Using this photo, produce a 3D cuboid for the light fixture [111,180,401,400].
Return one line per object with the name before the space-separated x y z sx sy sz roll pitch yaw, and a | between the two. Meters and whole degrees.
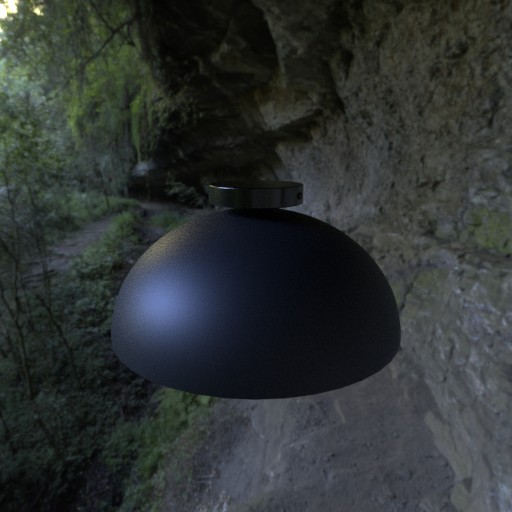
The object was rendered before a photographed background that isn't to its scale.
light fixture | 0.000 0.000 0.549 0.355 0.177 0.355 0 14 0
